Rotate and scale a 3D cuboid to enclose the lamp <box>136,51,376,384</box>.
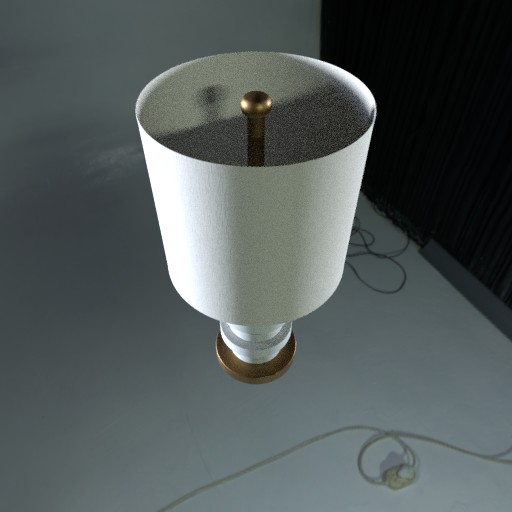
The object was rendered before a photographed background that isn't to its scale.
[{"bbox_3d":[0.000,0.000,0.536,0.210,0.410,0.210,-24,51,-21],"label":"lamp"}]
